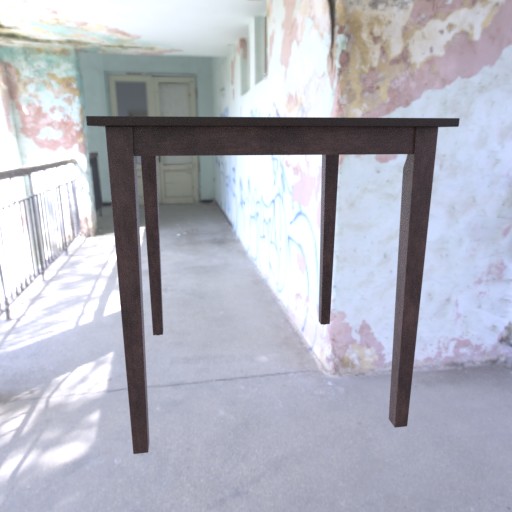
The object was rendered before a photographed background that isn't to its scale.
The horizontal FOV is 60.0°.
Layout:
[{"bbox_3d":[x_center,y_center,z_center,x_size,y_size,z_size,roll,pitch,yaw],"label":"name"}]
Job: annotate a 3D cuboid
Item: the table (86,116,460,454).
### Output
[{"bbox_3d":[0.000,0.000,1.331,0.749,0.770,0.749,-2,15,-8],"label":"table"}]
